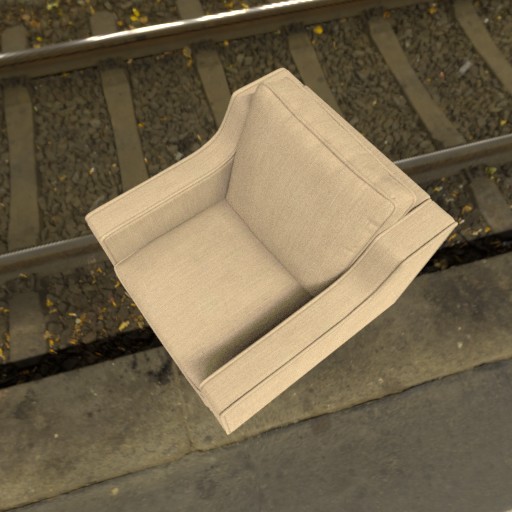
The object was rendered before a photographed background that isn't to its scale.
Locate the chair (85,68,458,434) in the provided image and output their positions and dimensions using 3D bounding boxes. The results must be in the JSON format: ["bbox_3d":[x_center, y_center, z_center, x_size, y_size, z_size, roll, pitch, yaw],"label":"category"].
[{"bbox_3d":[0.000,0.000,1.651,0.909,0.960,0.831,-34,68,-16],"label":"chair"}]
